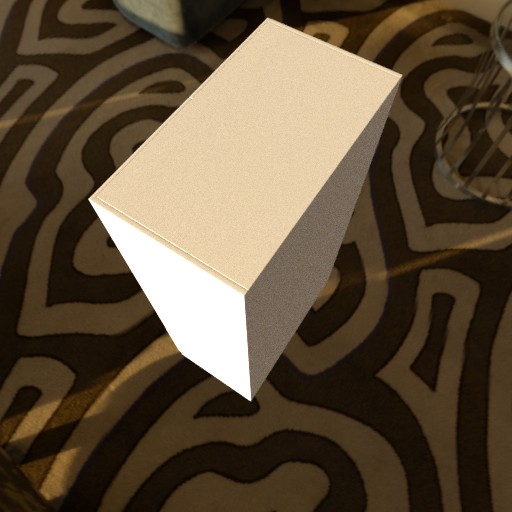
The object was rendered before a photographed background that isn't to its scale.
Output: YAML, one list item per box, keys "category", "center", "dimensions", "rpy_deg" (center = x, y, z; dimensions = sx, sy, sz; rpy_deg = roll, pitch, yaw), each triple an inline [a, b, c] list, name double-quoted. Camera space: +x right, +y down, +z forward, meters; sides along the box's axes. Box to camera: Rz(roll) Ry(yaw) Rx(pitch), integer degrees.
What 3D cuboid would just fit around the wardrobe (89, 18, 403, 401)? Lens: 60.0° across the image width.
- category: "wardrobe"
  center: [0.000, 0.000, 2.241]
  dimensions: [0.577, 1.808, 0.991]
  rpy_deg: [30, 67, 14]
